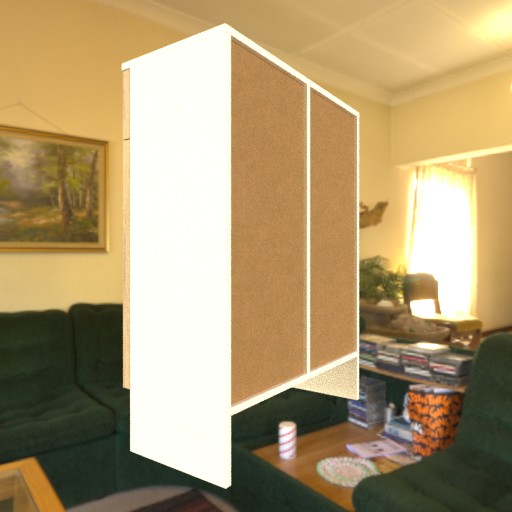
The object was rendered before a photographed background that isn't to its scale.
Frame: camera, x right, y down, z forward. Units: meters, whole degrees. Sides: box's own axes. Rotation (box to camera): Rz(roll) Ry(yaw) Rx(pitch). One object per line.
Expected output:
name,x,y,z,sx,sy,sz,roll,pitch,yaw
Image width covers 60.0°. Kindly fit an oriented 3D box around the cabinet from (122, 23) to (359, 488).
cabinet,0.000,0.000,1.105,0.296,0.815,0.600,0,0,35
